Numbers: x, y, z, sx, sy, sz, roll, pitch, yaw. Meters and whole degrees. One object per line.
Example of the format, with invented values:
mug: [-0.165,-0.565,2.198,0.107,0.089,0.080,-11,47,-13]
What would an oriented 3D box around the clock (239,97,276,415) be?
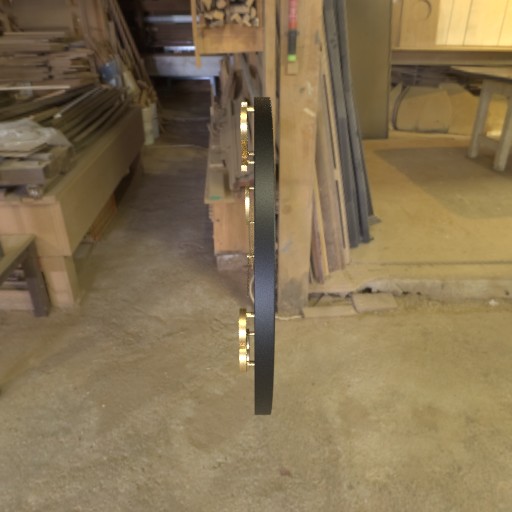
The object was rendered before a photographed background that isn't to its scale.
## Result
clock: [0.000,0.000,0.672,0.038,0.454,0.454,0,28,0]
